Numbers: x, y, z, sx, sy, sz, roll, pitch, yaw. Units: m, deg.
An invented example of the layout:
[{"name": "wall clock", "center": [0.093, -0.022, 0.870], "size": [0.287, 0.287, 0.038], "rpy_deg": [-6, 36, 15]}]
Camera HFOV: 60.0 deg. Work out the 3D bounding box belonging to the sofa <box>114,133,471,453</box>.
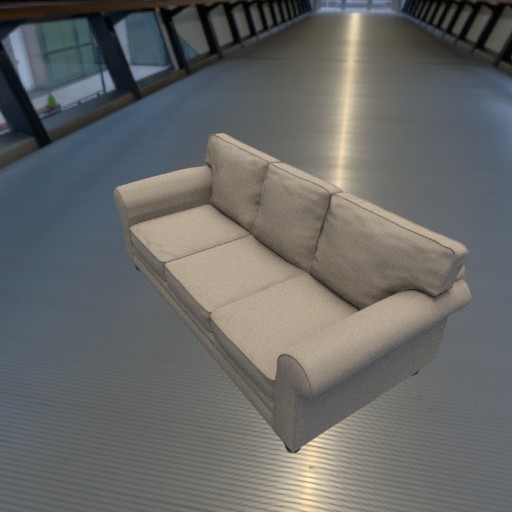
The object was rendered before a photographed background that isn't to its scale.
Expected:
[{"name": "sofa", "center": [0.000, 0.000, 2.612], "size": [0.998, 0.889, 2.118], "rpy_deg": [-20, 37, -29]}]
